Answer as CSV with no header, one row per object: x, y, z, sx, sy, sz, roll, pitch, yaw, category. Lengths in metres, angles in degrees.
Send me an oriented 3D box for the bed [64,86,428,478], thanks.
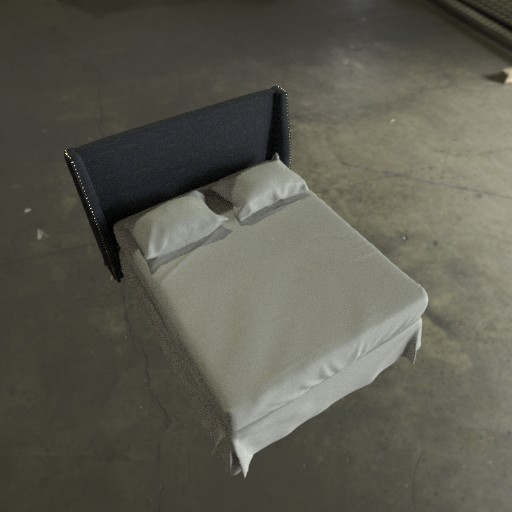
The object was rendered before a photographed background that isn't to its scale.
0.000,0.000,3.386,1.925,1.332,2.276,-25,52,-21,bed
